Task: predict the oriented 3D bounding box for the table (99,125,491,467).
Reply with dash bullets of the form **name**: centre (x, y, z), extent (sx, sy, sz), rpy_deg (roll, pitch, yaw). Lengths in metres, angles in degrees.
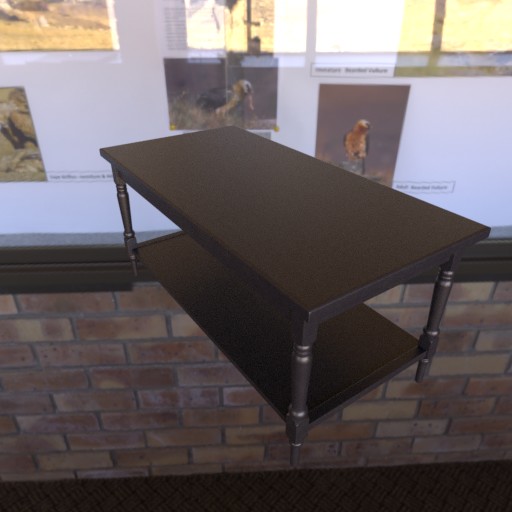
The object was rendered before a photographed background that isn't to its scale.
- **table**: centre (0.000, 0.000, 1.403), extent (0.550, 0.510, 1.107), rpy_deg (-20, 36, -29)
